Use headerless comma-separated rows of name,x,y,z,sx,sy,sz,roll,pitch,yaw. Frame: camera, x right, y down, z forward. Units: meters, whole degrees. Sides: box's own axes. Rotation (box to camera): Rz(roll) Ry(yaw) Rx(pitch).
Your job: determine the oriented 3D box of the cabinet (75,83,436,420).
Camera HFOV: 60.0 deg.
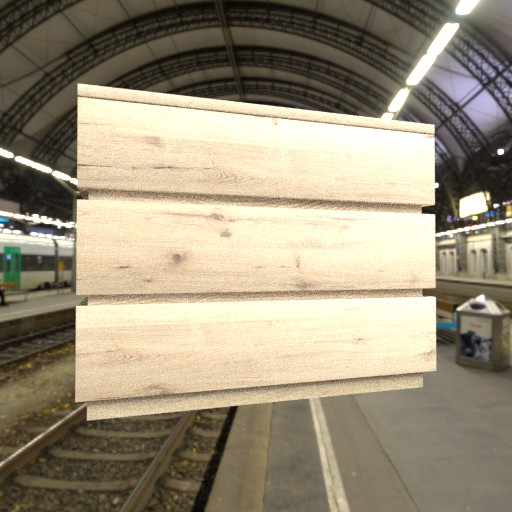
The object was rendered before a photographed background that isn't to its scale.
cabinet,0.000,0.000,1.421,1.040,0.820,0.420,0,-1,-18
